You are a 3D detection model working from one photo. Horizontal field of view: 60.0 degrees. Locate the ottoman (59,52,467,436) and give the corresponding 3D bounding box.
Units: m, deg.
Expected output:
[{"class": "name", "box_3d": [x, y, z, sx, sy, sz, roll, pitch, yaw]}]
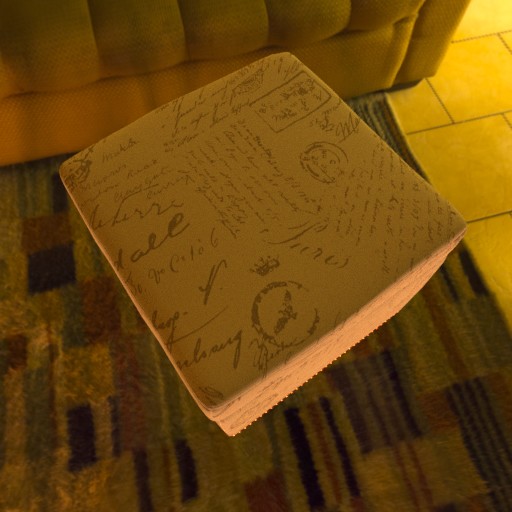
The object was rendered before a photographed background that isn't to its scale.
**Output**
[{"class": "ottoman", "box_3d": [0.000, 0.000, 0.822, 0.449, 0.457, 0.450, -33, 69, -15]}]
